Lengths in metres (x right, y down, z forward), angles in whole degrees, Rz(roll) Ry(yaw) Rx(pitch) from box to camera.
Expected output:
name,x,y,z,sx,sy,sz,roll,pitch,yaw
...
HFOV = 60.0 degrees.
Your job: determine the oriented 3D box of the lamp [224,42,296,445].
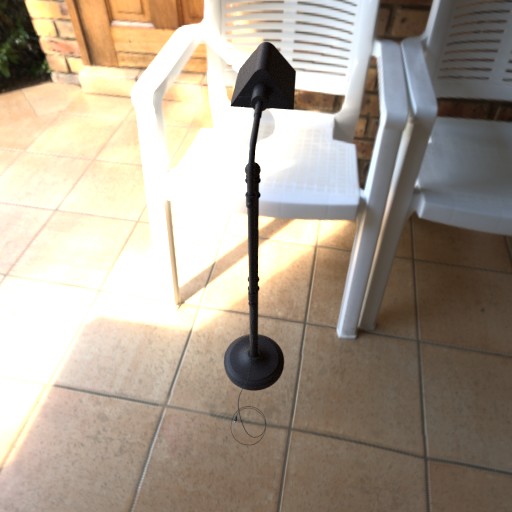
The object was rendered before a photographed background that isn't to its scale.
name,x,y,z,sx,sy,sz,roll,pitch,yaw
lamp,0.000,0.000,0.951,0.159,0.708,0.545,4,48,3
